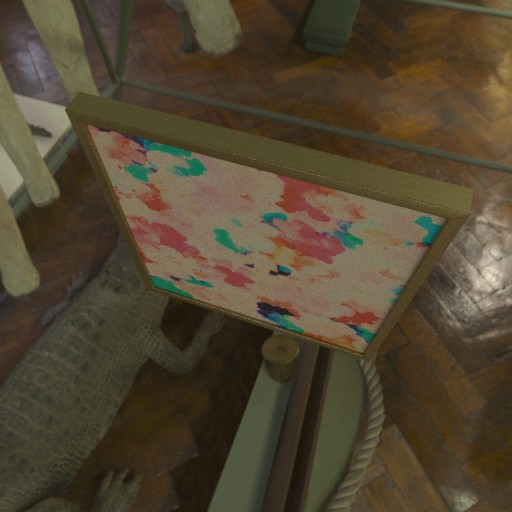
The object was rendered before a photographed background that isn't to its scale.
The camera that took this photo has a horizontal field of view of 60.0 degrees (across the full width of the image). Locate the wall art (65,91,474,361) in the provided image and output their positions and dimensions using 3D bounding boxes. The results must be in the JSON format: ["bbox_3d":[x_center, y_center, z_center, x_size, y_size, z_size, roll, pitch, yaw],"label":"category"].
[{"bbox_3d":[0.000,0.000,0.755,0.510,0.509,0.037,17,60,10],"label":"wall art"}]
